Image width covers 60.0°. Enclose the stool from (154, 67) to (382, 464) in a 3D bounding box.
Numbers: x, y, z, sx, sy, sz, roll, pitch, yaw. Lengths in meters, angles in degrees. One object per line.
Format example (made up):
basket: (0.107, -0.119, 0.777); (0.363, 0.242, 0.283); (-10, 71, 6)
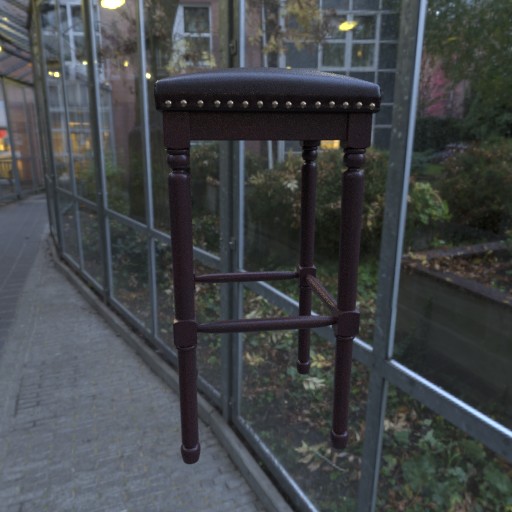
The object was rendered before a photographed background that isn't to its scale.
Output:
stool: (0.000, 0.000, 0.986); (0.383, 0.768, 0.382); (-2, 15, -8)
